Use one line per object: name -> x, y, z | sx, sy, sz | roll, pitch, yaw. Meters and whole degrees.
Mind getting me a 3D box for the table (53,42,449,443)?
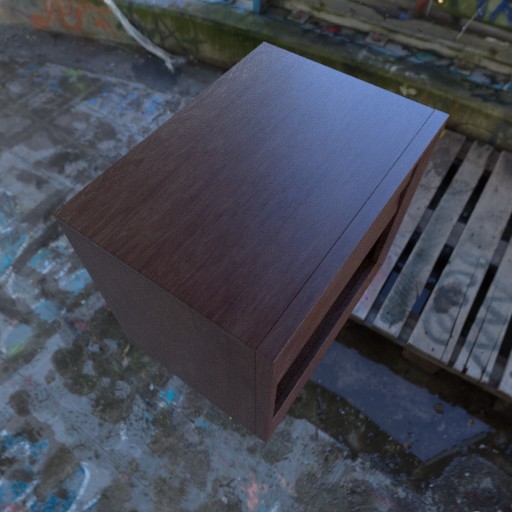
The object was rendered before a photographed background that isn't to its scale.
table -> 0.000, 0.000, 0.986 | 0.449, 0.609, 0.557 | 31, 62, 19
